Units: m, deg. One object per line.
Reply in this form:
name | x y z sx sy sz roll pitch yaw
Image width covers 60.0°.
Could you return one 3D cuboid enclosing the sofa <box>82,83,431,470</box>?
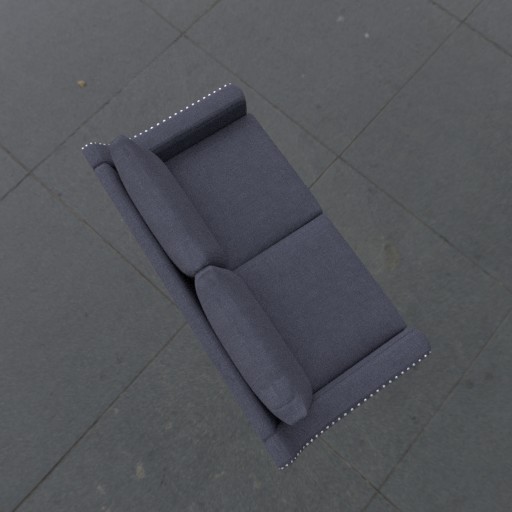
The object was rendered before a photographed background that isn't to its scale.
sofa | 0.000 0.000 3.374 1.336 1.196 2.550 -33 78 -8
